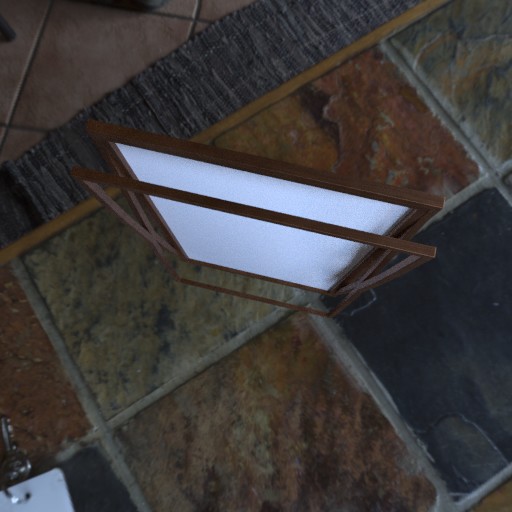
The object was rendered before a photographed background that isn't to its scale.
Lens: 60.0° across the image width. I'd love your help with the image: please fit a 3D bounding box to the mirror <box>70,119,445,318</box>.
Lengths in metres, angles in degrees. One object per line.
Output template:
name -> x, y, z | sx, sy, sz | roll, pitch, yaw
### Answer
mirror -> 0.000, 0.000, 0.929 | 0.468, 0.768, 0.082 | 13, 77, 3
